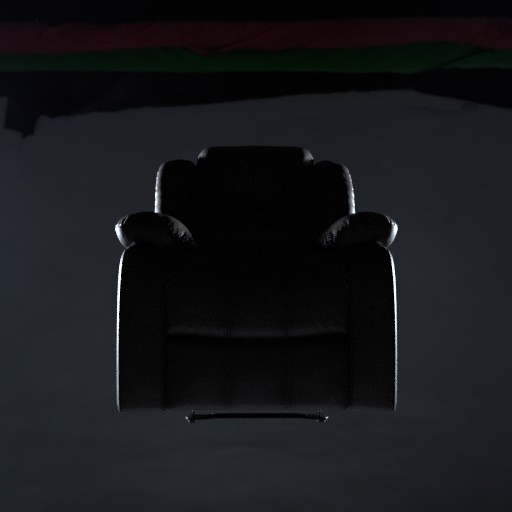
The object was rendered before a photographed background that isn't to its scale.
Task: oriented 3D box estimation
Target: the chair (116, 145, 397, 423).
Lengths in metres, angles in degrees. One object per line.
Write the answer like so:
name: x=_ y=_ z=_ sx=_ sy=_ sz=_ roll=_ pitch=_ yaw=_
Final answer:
chair: x=0.000 y=0.000 z=1.693 sx=0.899 sy=1.009 sz=0.934 roll=0 pitch=-1 yaw=0
